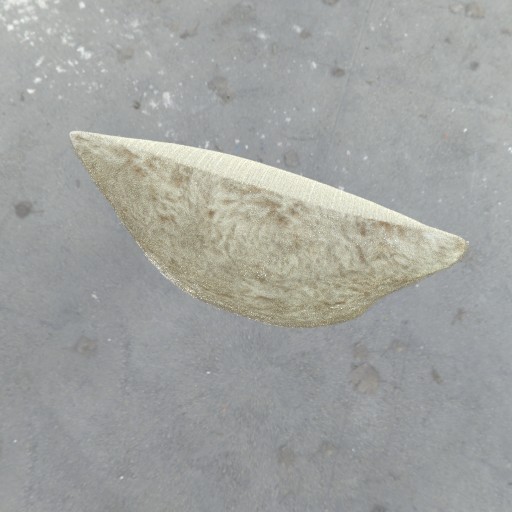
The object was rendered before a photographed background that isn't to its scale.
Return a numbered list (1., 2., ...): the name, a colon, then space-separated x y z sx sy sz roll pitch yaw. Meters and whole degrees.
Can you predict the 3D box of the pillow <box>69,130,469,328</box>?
1. pillow: 0.000 0.000 0.796 0.538 0.525 0.216 17 75 5
